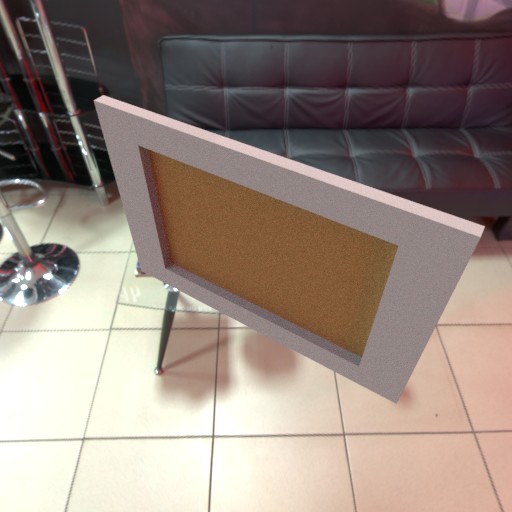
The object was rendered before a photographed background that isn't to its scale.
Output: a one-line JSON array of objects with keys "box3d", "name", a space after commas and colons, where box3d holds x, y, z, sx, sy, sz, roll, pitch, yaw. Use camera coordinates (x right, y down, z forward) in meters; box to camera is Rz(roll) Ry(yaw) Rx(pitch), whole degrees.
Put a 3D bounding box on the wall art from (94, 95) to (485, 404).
[{"box3d": [0.000, 0.000, 1.139, 0.906, 0.617, 0.033, 24, 51, 21], "name": "wall art"}]
